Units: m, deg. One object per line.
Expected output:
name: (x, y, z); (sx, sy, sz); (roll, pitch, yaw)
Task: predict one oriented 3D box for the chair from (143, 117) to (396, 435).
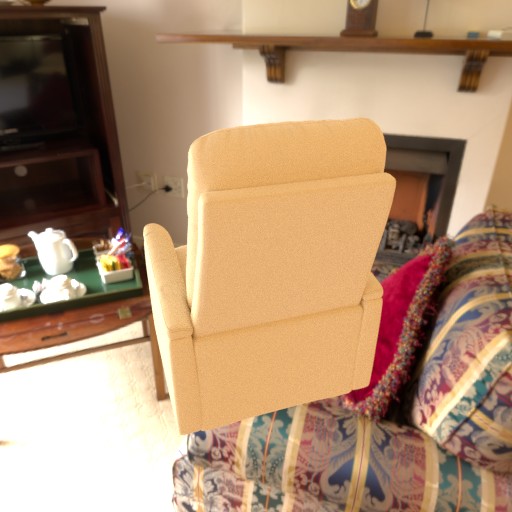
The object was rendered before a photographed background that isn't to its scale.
chair: (0.000, 0.000, 1.665); (0.775, 1.082, 0.831); (-9, 29, -16)
